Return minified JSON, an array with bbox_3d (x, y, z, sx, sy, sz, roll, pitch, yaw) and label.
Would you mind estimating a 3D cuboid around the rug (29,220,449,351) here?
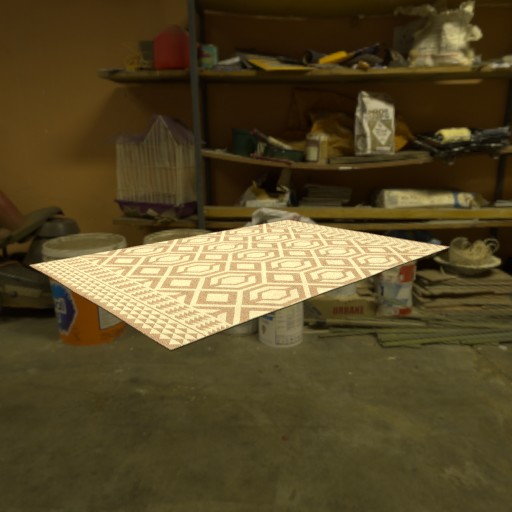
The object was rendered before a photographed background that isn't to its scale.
[{"bbox_3d":[0.000,0.000,2.296,1.829,0.008,1.219,-13,20,-42],"label":"rug"}]
